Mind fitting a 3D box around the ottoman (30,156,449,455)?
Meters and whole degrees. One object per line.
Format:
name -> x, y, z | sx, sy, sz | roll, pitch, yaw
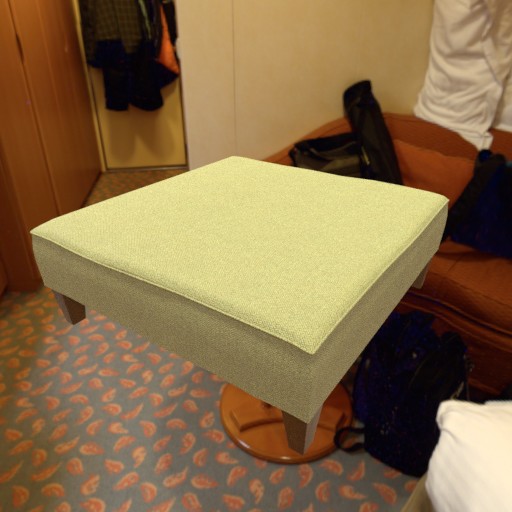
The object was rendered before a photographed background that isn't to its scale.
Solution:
ottoman -> 0.000, 0.000, 1.503 | 0.968, 0.379, 1.004 | 18, 33, 31
